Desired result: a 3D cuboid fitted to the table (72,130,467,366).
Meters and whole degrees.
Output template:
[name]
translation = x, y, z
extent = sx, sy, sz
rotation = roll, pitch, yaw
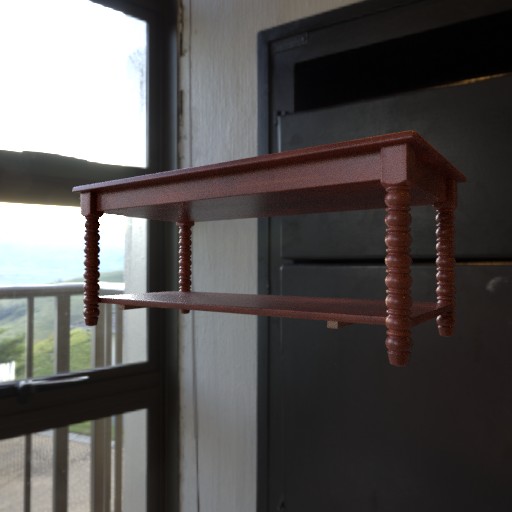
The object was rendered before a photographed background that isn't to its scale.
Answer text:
[table]
translation = 0.000, 0.000, 1.446
extent = 1.171, 0.485, 0.580
rotation = -1, -1, 35
